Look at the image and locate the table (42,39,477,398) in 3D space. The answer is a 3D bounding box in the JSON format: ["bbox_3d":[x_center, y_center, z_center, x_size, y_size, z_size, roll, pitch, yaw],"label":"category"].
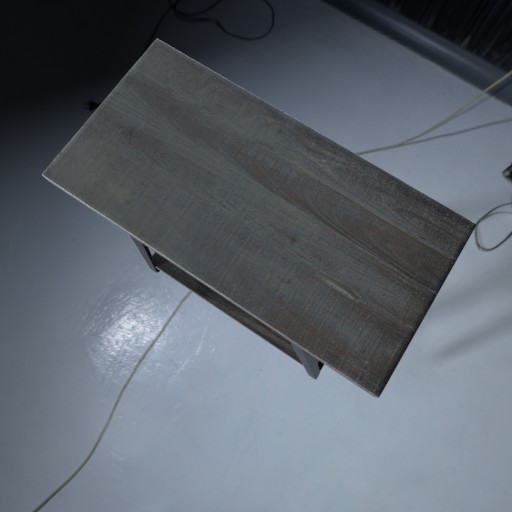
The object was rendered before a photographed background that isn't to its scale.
[{"bbox_3d":[0.000,0.000,1.015,0.599,0.701,0.300,33,78,8],"label":"table"}]
